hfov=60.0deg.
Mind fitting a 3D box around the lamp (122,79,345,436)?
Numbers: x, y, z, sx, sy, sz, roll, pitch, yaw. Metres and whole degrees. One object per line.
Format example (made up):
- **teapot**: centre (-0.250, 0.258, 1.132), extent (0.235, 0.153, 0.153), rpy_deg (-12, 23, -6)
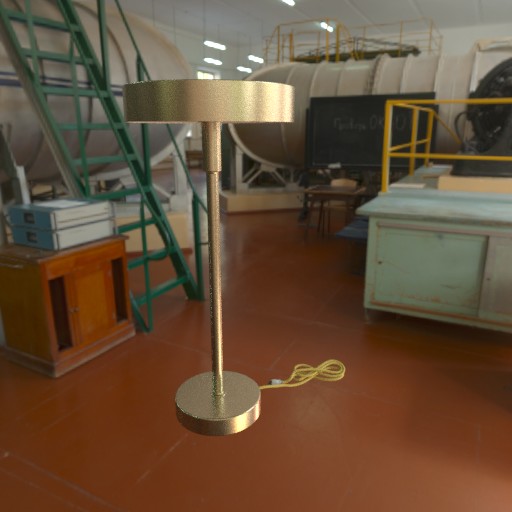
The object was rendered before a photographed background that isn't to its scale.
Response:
- **lamp**: centre (0.000, 0.000, 0.698), extent (0.369, 0.508, 0.229), rpy_deg (-8, 18, -27)
